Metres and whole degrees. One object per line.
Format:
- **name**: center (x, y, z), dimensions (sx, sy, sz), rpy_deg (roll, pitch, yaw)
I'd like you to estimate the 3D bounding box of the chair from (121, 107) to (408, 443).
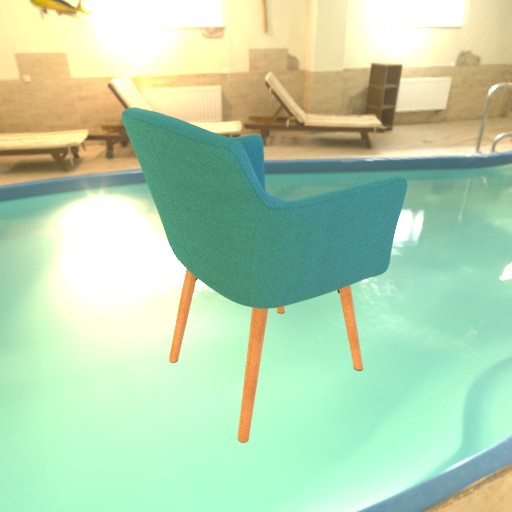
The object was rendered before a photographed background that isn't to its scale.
- **chair**: center (0.000, 0.000, 1.188), dimensions (0.540, 0.780, 0.570), rpy_deg (-19, 33, -32)
